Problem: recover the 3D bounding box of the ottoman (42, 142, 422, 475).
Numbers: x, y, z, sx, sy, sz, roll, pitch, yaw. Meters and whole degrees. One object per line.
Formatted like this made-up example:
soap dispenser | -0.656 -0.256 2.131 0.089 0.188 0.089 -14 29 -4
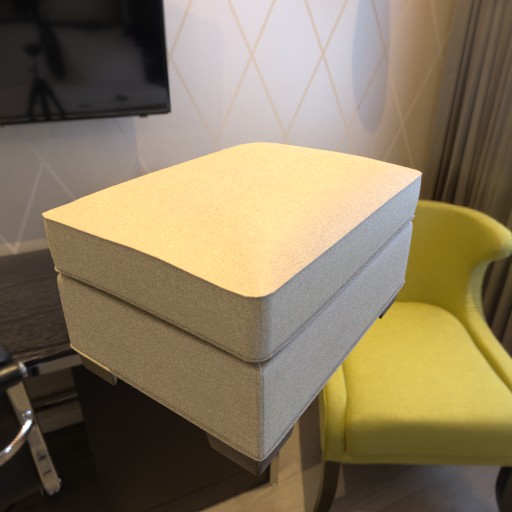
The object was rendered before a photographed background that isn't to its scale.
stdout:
ottoman | 0.000 0.000 1.225 0.619 0.504 0.843 18 32 31
